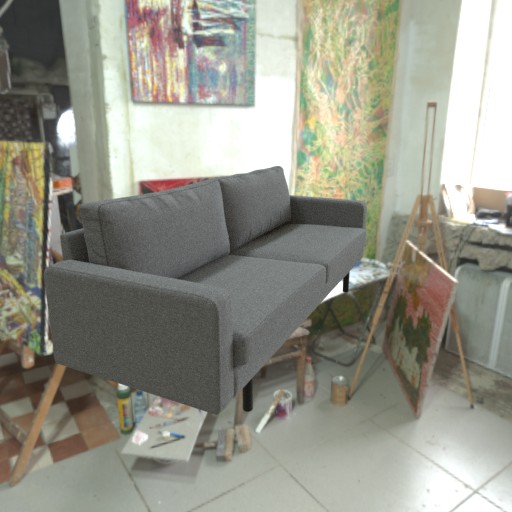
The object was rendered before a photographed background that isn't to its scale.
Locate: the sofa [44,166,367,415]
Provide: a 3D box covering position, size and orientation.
[{"bbox_3d":[0.000,0.000,2.618,0.880,0.880,2.200,8,18,25],"label":"sofa"}]
